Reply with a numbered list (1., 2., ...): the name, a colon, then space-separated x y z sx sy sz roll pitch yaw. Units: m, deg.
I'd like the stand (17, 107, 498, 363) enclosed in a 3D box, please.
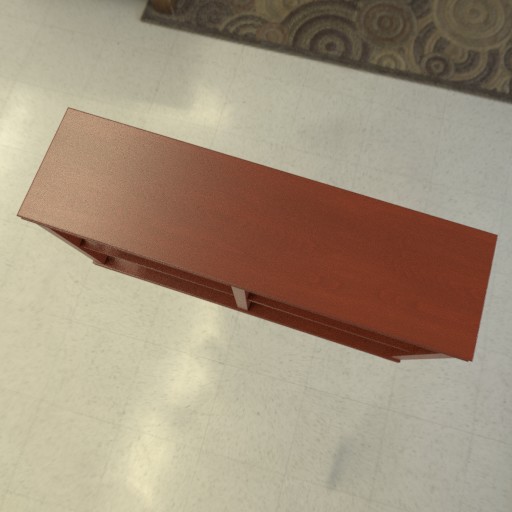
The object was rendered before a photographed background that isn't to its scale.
1. stand: 0.000 0.000 1.675 1.372 0.762 0.381 17 77 4
